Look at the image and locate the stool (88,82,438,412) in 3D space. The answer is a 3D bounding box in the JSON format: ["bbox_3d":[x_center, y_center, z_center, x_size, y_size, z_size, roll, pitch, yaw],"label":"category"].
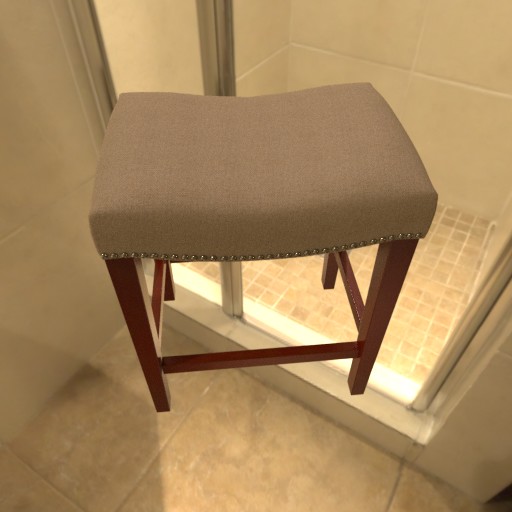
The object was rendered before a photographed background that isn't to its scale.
[{"bbox_3d":[0.000,0.000,0.949,0.509,0.632,0.375,-4,46,-4],"label":"stool"}]
